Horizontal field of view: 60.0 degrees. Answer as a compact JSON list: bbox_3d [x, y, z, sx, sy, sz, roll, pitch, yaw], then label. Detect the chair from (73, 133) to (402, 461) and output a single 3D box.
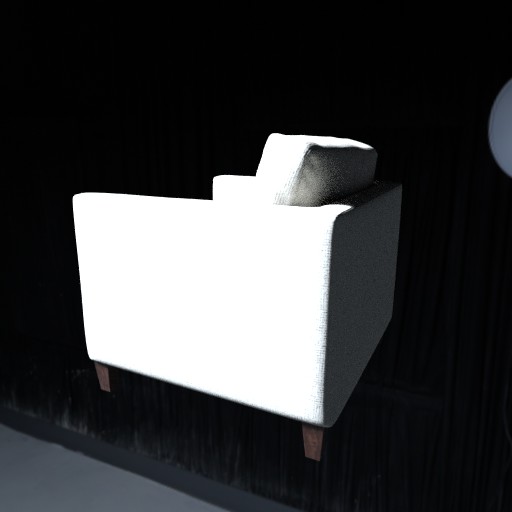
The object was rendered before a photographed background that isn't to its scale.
[{"bbox_3d":[0.000,0.000,1.756,0.959,0.919,0.996,7,16,26],"label":"chair"}]
